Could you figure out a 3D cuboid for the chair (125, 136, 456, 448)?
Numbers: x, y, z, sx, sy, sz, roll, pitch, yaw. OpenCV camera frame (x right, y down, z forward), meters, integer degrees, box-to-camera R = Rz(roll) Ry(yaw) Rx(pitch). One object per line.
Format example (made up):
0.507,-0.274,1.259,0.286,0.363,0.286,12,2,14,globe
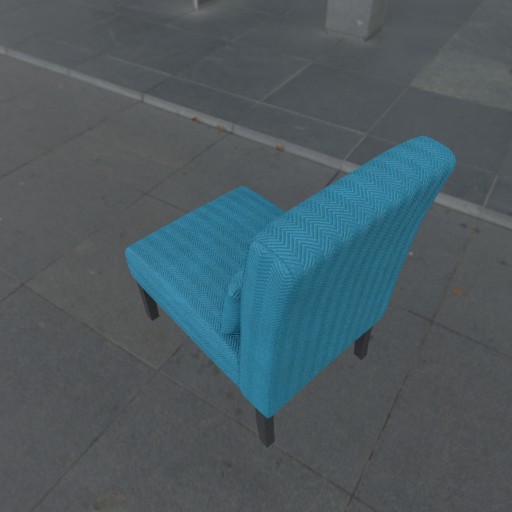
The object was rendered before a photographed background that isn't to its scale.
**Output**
0.000,0.000,1.430,0.579,0.927,0.808,-33,54,-28,chair
